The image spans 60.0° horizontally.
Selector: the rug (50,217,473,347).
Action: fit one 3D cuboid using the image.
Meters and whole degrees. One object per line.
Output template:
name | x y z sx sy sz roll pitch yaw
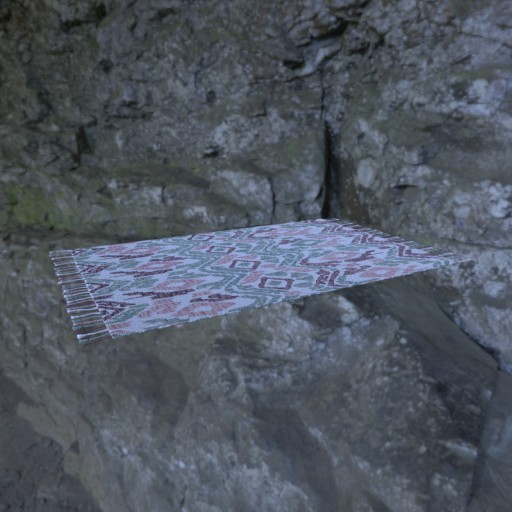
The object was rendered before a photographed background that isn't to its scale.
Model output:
rug | 0.000 0.000 2.966 2.438 0.011 1.524 -9 19 -27
